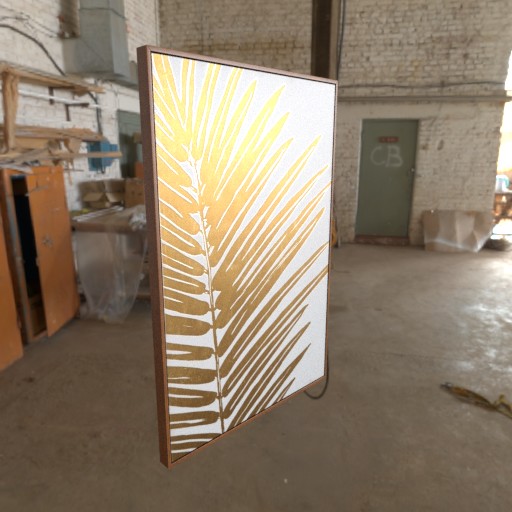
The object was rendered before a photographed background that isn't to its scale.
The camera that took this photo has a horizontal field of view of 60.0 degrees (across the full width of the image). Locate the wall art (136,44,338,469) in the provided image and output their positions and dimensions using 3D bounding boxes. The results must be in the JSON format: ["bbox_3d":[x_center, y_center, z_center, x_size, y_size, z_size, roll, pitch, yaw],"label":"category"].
[{"bbox_3d":[0.000,0.000,1.149,0.610,0.914,0.037,-13,18,-43],"label":"wall art"}]
